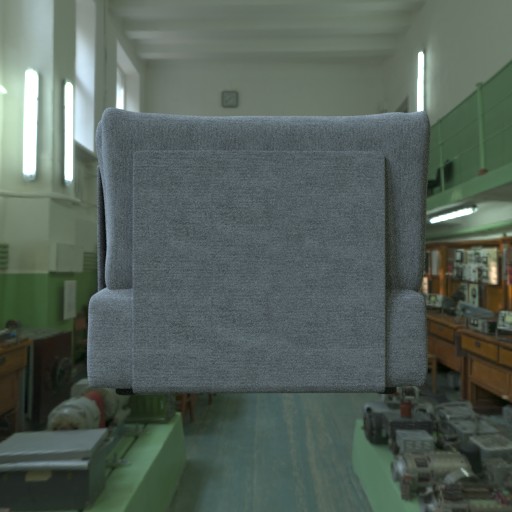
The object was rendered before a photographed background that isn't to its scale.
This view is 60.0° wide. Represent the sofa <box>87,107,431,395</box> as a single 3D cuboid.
[{"bbox_3d":[0.000,0.000,1.714,1.000,0.820,1.000,0,-1,-1],"label":"sofa"}]
